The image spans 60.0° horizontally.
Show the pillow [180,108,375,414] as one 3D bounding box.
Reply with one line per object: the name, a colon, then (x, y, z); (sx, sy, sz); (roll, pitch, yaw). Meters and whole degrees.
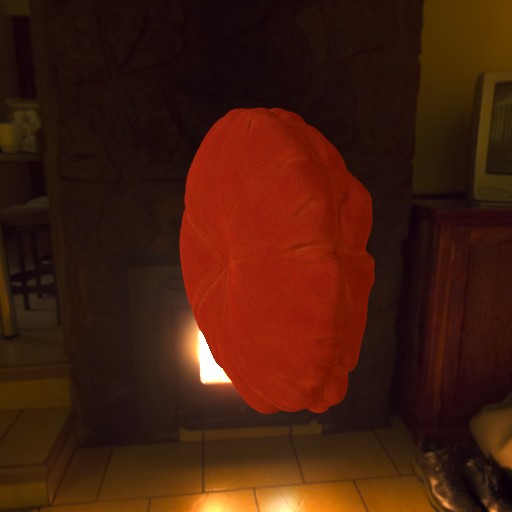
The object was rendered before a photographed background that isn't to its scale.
pillow: (0.000, 0.000, 0.639); (0.148, 0.407, 0.428); (-6, 14, -26)
